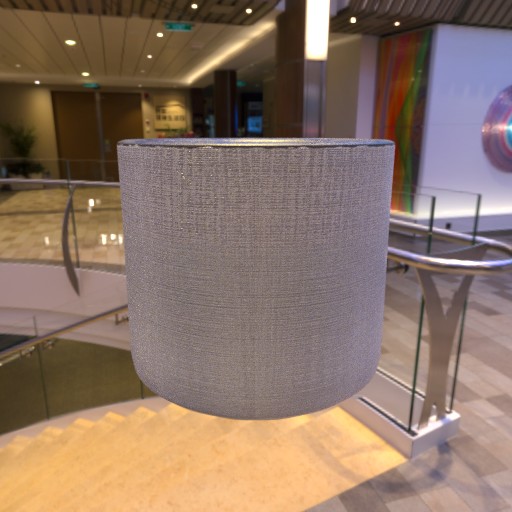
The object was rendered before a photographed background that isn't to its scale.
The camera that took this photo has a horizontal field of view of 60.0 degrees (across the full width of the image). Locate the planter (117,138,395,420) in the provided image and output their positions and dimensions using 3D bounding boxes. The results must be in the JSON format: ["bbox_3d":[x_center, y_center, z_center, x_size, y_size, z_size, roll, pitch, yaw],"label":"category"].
[{"bbox_3d":[0.000,0.000,0.219,0.125,0.112,0.125,0,15,0],"label":"planter"}]
